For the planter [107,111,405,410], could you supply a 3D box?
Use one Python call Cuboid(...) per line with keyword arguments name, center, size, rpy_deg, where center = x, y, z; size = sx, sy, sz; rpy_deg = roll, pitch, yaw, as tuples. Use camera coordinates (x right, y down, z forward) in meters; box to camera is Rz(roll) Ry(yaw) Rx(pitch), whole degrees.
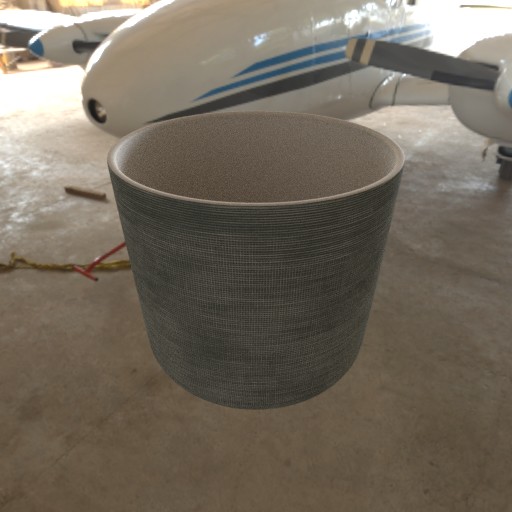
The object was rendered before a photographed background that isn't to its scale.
Cuboid(name="planter", center=(0.000, 0.000, 0.783), size=(0.440, 0.398, 0.440), rpy_deg=(0, 31, 0))
